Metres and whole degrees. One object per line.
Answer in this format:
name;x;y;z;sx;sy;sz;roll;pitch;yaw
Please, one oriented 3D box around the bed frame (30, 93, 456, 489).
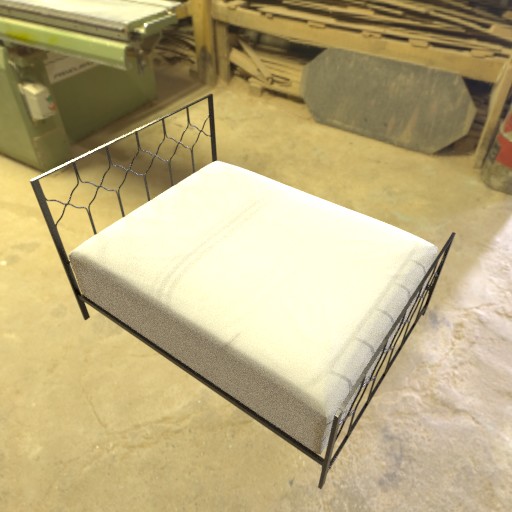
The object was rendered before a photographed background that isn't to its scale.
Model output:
bed frame;0.000;0.000;2.979;2.063;1.222;1.597;26;48;26
